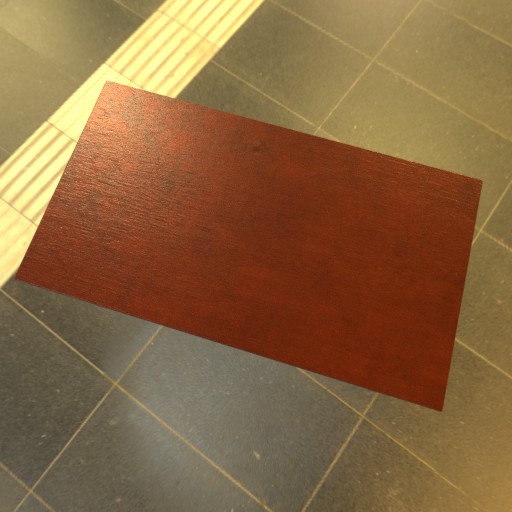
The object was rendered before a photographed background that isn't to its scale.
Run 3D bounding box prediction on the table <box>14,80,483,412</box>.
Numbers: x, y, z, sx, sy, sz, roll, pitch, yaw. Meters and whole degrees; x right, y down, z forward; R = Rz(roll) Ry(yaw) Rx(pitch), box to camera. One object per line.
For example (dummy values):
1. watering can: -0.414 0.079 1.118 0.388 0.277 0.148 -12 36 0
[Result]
1. table: 0.000 0.000 1.214 0.943 0.456 0.533 16 74 5
